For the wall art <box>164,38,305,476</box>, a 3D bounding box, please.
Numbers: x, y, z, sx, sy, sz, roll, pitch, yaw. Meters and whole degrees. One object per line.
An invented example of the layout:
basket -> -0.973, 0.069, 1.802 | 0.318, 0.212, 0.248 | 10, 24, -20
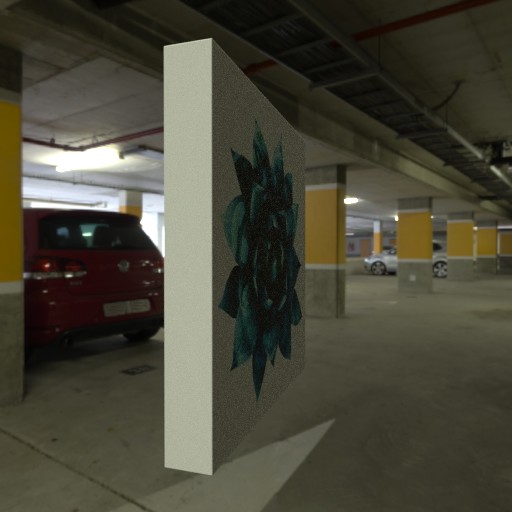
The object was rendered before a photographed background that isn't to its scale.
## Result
wall art -> 0.000, 0.000, 0.459 | 0.038, 0.305, 0.305 | 0, 1, 19
